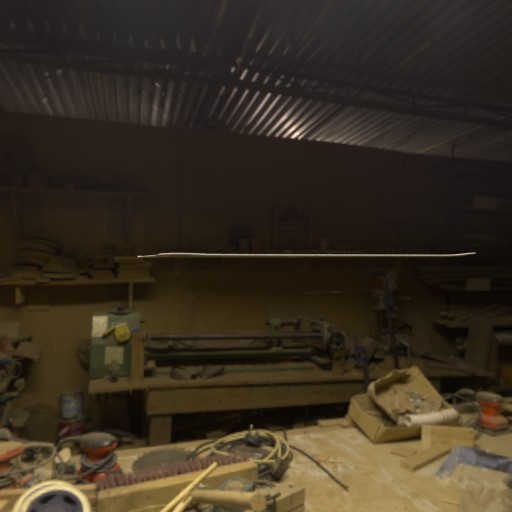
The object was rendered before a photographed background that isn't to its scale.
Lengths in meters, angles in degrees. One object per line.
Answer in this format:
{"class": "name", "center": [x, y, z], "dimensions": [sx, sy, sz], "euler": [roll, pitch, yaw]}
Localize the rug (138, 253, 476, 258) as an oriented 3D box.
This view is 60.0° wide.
{"class": "rug", "center": [0.000, 0.000, 3.101], "dimensions": [1.518, 0.023, 2.434], "euler": [0, 0, -17]}
